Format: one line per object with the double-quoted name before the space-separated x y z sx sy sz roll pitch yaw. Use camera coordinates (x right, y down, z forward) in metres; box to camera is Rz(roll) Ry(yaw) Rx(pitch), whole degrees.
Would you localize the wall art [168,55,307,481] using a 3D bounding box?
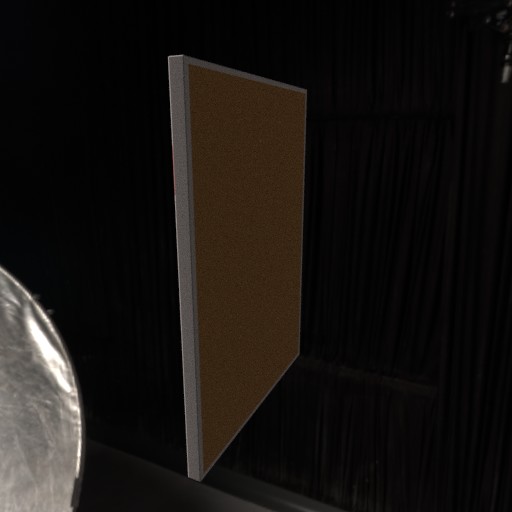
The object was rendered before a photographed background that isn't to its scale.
"wall art" 0.000 0.000 1.621 0.046 1.221 0.914 7 17 24
